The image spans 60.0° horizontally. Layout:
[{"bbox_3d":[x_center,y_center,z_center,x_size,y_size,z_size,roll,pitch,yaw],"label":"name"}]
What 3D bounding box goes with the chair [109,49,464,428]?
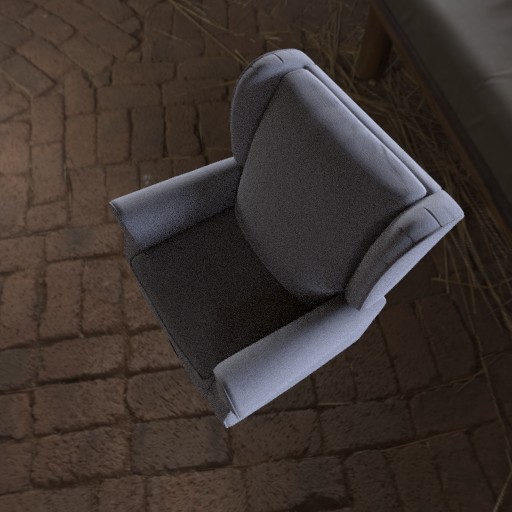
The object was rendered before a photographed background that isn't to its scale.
[{"bbox_3d":[0.000,0.000,1.628,0.854,0.966,0.906,-30,67,-14],"label":"chair"}]
